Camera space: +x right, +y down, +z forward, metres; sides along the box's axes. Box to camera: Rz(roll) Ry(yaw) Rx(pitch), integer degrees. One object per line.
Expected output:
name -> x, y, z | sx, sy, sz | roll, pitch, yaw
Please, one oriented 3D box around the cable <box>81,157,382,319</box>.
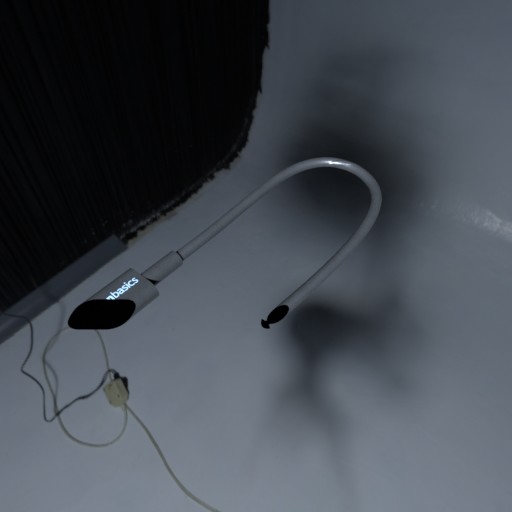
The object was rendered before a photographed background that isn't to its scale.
cable -> 0.000, 0.000, 0.112 | 0.041, 0.005, 0.098 | 32, 55, 26
